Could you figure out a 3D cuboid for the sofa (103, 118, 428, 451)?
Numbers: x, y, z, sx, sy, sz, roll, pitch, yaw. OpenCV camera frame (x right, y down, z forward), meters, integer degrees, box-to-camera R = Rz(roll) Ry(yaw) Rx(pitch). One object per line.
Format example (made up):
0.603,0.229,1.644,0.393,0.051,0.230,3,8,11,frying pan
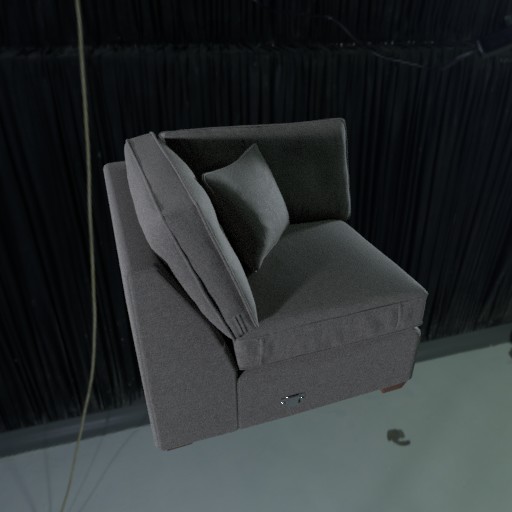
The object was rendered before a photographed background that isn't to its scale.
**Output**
0.000,0.000,1.962,1.146,1.002,1.084,-10,31,-17,sofa
